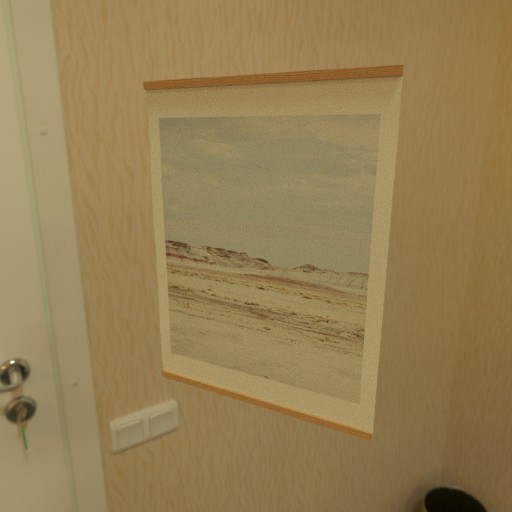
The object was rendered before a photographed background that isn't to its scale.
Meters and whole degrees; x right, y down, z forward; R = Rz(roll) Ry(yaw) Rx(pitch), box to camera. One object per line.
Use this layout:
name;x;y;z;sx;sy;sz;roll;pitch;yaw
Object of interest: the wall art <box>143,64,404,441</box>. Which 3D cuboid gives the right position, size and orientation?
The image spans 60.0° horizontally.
wall art;0.000;0.000;0.794;0.458;0.605;0.011;8;18;26
